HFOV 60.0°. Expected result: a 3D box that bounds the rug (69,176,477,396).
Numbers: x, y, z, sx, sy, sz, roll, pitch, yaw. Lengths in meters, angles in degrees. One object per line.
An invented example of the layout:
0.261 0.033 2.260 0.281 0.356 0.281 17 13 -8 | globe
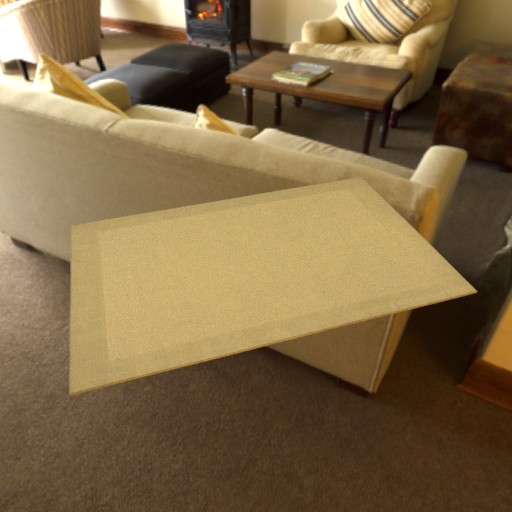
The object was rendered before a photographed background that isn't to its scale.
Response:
0.000 0.000 3.055 2.438 0.014 1.524 -11 41 -14 | rug
